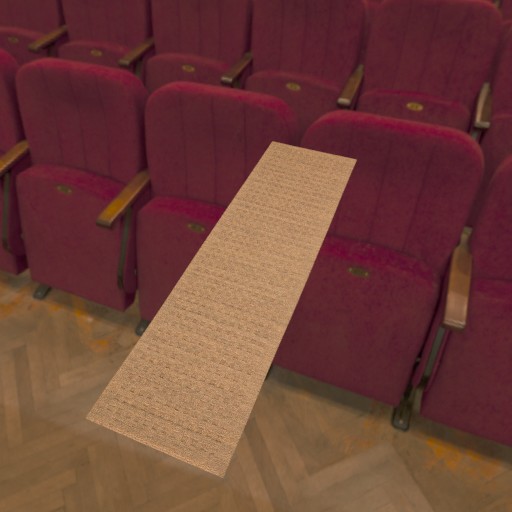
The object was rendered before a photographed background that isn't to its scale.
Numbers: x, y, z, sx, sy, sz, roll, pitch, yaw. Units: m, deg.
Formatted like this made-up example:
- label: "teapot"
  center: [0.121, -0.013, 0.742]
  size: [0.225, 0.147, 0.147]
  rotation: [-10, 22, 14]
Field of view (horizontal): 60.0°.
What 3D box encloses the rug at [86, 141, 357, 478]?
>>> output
- label: "rug"
  center: [0.000, 0.000, 2.688]
  size: [0.688, 0.005, 2.437]
  rotation: [16, 49, 15]
